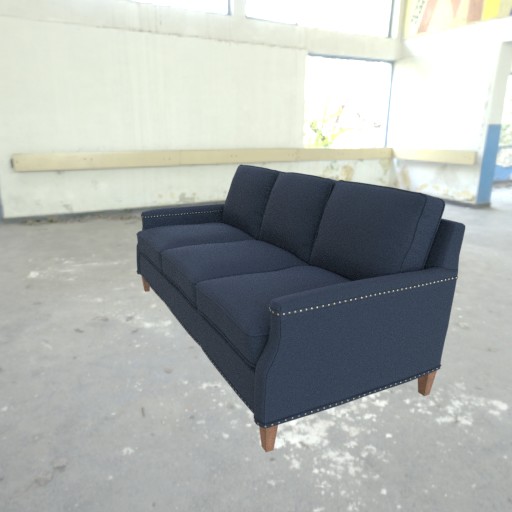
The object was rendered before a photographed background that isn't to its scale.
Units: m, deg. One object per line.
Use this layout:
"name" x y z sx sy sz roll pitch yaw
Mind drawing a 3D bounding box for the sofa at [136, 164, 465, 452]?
"sofa" 0.000 0.000 2.809 1.084 1.003 2.246 -8 18 -26
